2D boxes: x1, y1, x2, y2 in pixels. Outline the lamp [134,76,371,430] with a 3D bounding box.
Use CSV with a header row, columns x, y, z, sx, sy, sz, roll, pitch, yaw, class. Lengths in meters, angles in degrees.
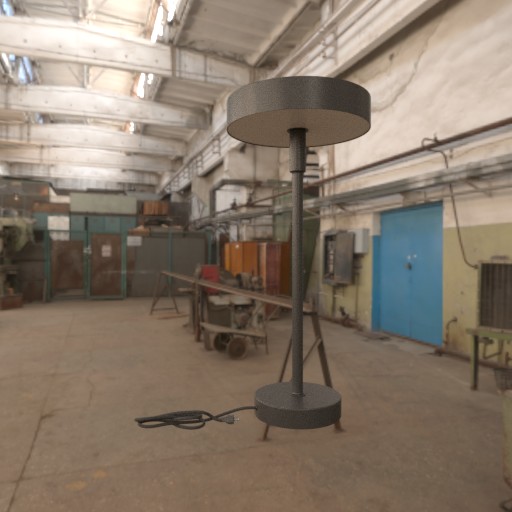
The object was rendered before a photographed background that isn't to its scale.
x,y,z,sx,sy,sz,roll,pitch,yaw,class
0.000,0.000,0.696,0.369,0.508,0.229,0,1,-17,lamp
